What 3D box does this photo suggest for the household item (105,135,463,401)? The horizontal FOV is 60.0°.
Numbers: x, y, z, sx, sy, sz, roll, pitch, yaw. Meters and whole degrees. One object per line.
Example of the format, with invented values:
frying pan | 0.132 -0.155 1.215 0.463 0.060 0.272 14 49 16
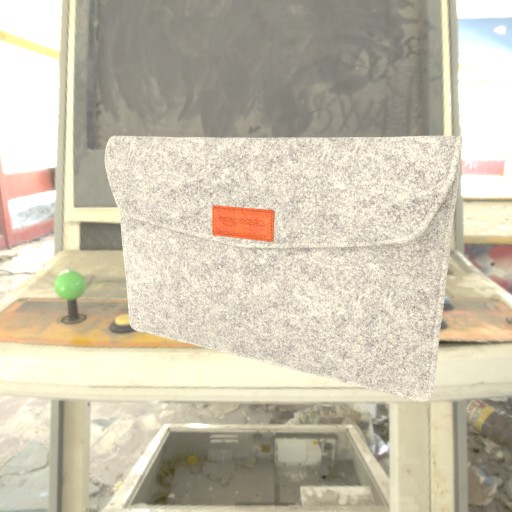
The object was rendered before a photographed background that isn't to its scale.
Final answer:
household item | 0.000 0.000 0.421 0.335 0.221 0.057 8 17 26
